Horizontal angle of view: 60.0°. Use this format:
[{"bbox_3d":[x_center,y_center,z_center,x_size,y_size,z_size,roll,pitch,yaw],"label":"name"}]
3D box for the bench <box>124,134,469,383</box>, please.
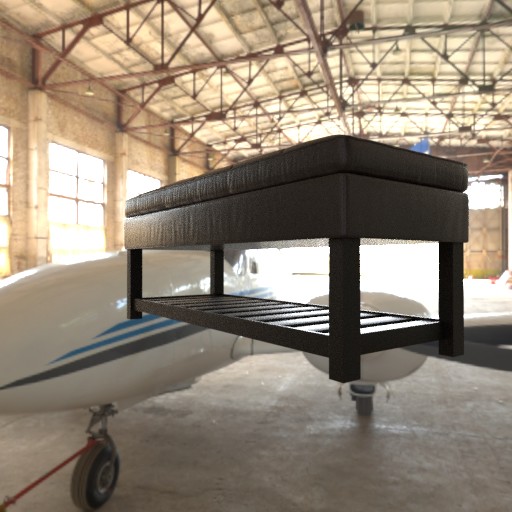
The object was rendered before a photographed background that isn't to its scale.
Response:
[{"bbox_3d":[0.000,0.000,1.337,0.432,0.460,1.105,0,-1,-36],"label":"bench"}]
